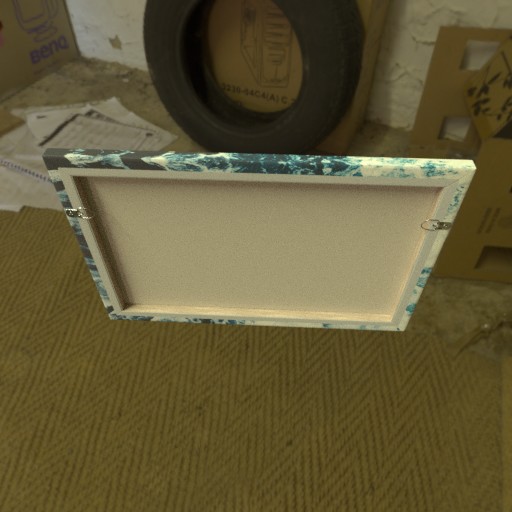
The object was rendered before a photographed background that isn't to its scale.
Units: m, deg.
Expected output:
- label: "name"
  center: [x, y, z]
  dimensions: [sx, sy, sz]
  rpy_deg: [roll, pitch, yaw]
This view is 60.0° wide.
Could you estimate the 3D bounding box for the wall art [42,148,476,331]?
- label: "wall art"
  center: [0.000, 0.000, 1.935]
  dimensions: [1.524, 1.017, 0.055]
  rpy_deg: [2, 47, 2]
